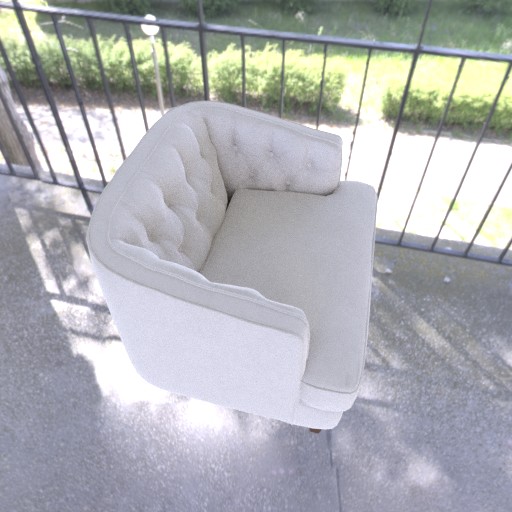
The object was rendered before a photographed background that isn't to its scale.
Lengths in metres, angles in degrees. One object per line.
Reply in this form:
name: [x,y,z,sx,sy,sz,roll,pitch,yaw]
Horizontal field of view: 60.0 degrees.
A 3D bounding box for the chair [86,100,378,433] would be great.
chair: [0.000,0.000,1.813,0.941,0.852,1.104,10,48,9]
